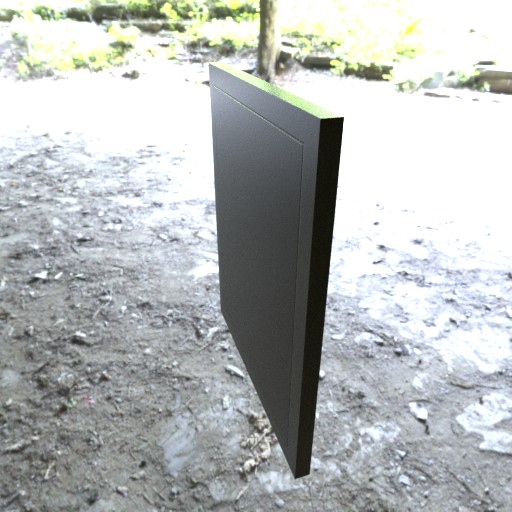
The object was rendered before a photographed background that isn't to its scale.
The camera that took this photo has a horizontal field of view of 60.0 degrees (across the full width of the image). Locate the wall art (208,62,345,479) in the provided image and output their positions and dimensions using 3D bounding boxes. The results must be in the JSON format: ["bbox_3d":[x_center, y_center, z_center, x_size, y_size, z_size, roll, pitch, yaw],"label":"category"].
[{"bbox_3d":[0.000,0.000,0.783,0.027,0.580,0.479,-10,31,-16],"label":"wall art"}]
